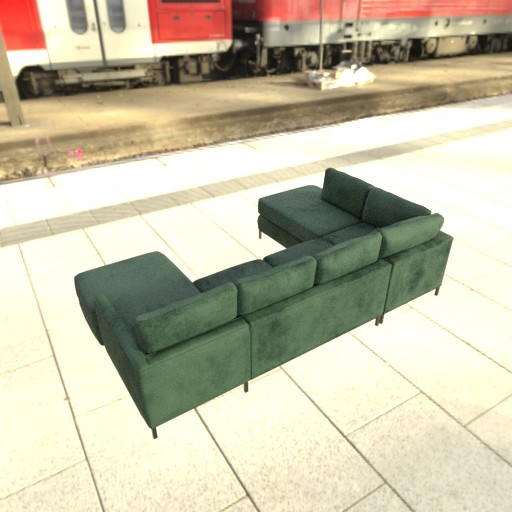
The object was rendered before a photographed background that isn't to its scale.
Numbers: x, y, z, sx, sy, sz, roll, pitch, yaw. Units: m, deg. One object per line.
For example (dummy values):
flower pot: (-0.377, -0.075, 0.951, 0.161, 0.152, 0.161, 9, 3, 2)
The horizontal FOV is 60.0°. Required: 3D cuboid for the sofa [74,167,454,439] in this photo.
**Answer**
sofa: (0.000, 0.000, 4.014, 2.994, 0.861, 1.992, -19, 35, -29)
